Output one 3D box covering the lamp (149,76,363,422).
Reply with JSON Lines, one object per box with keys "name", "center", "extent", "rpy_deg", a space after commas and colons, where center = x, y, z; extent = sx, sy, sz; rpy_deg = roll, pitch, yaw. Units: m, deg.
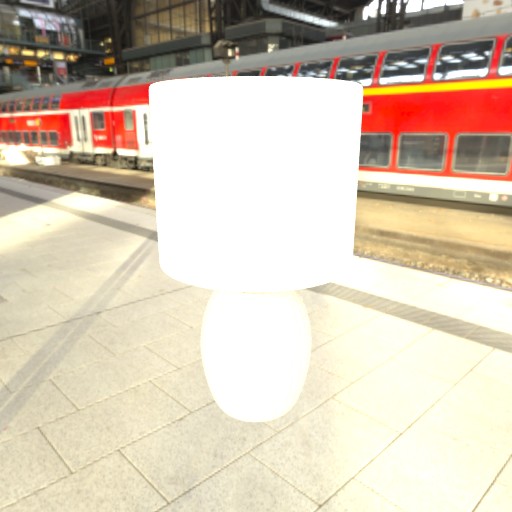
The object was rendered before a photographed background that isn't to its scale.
{"name": "lamp", "center": [0.000, 0.000, 0.771], "extent": [0.328, 0.570, 0.328], "rpy_deg": [0, 16, 0]}
